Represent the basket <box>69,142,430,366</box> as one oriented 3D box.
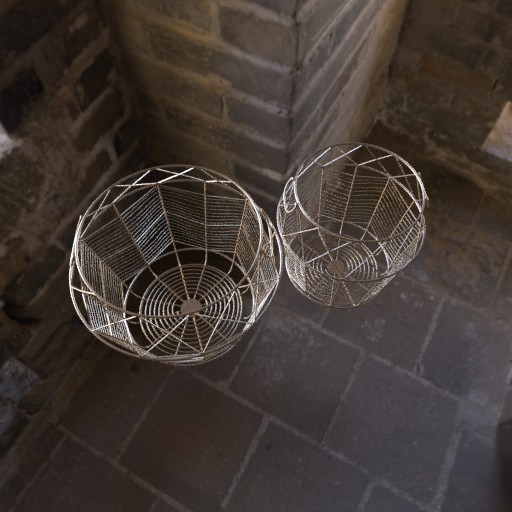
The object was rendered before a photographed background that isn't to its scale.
[{"bbox_3d":[0.000,0.000,1.041,0.805,0.343,0.451,-15,59,-9],"label":"basket"}]
